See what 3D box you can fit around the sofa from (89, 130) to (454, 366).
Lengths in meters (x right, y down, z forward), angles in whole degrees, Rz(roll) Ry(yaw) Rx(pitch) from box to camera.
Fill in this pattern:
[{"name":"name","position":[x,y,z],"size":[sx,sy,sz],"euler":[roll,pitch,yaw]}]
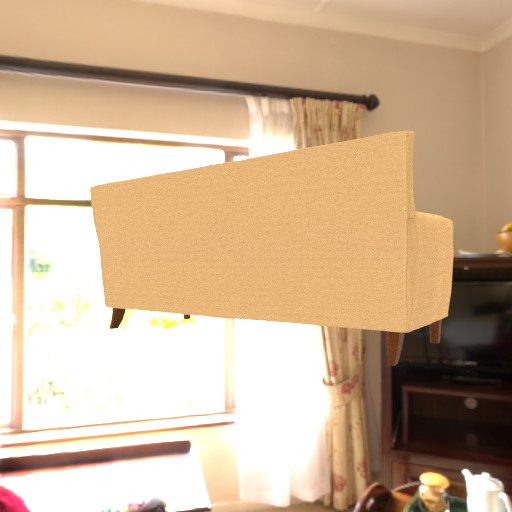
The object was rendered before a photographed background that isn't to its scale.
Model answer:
[{"name":"sofa","position":[0.000,0.000,2.531],"size":[2.001,0.907,0.841],"euler":[-1,-2,36]}]
